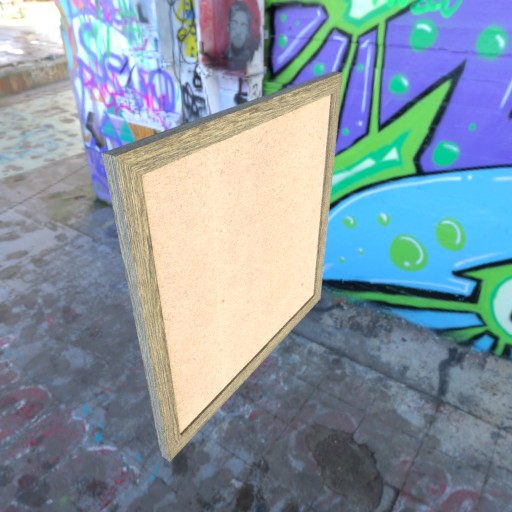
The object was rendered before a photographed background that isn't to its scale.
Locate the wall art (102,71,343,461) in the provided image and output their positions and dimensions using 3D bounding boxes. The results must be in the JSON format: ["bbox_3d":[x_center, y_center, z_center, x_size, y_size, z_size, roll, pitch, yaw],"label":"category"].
[{"bbox_3d":[0.000,0.000,0.750,0.019,0.508,0.508,21,38,29],"label":"wall art"}]
